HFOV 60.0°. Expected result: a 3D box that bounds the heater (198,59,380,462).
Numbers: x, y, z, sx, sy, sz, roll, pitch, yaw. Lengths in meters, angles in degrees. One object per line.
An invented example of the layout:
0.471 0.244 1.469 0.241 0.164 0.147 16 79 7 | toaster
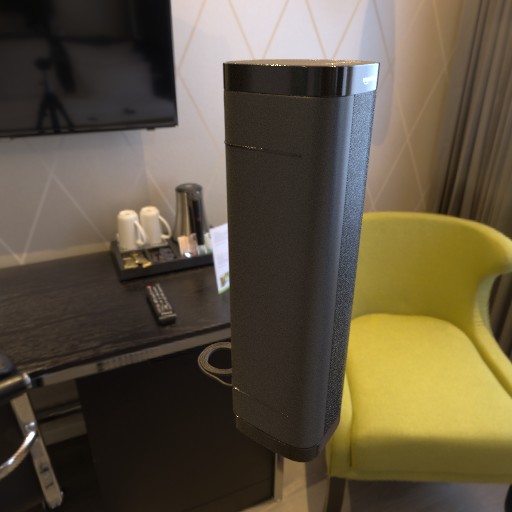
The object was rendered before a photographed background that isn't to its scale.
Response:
0.000 0.000 0.680 0.312 0.552 0.174 17 31 32 | heater
